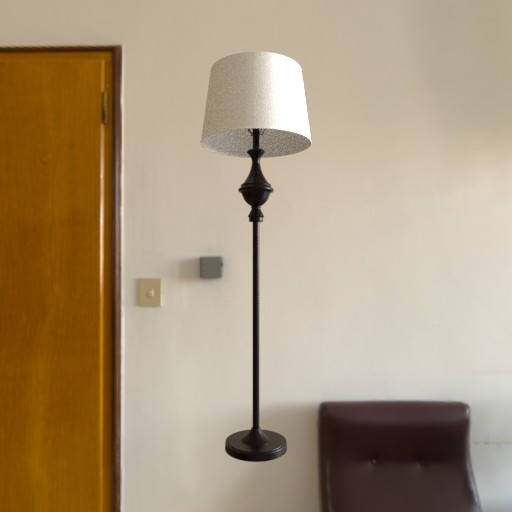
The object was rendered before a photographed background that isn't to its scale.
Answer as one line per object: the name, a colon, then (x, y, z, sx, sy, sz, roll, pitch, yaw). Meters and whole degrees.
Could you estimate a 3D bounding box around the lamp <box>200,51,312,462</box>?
lamp: (0.000, 0.000, 1.722, 0.431, 1.484, 0.431, 0, -1, 0)
